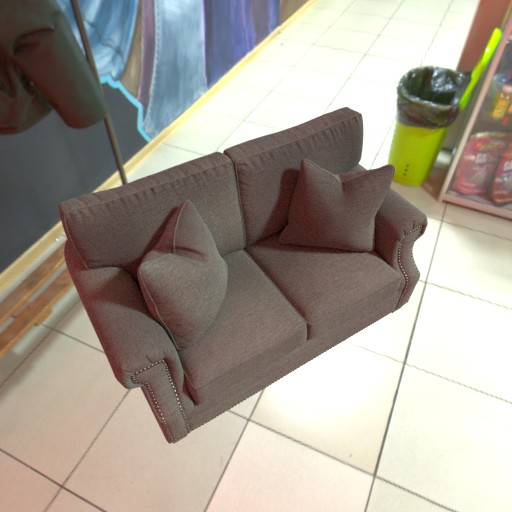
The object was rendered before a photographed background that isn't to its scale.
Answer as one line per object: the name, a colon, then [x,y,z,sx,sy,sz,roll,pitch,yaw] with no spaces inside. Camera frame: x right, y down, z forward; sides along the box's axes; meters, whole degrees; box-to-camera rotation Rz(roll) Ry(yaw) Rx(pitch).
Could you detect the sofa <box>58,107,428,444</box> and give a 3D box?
sofa: [0.000,0.000,2.280,1.701,0.966,0.966,-25,52,-21]
